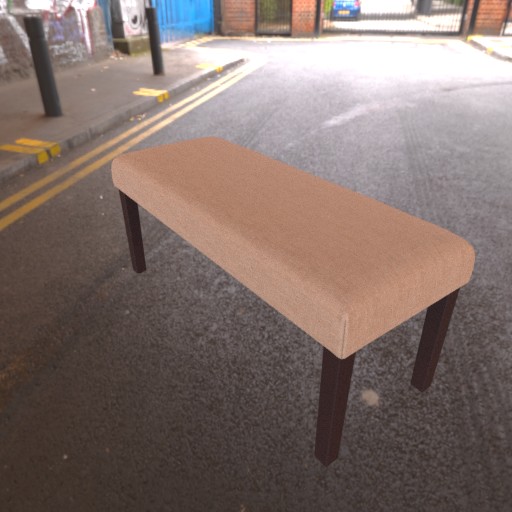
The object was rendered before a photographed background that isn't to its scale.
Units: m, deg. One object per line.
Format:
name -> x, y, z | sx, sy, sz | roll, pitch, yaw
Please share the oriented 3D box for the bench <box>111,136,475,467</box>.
bench -> 0.000, 0.000, 1.257 | 0.407, 0.456, 1.013 | -21, 36, -31
